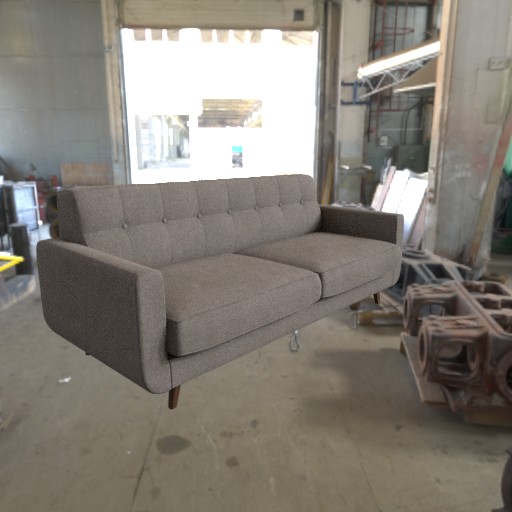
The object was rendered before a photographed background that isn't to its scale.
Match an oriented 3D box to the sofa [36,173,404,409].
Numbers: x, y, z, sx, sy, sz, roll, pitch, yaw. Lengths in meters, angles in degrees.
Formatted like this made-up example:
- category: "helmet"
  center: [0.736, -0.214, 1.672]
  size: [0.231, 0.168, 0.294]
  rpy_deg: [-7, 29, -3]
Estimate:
- category: "sofa"
  center: [0.000, 0.000, 2.495]
  size: [0.909, 0.841, 2.029]
  rpy_deg: [12, 18, 42]
